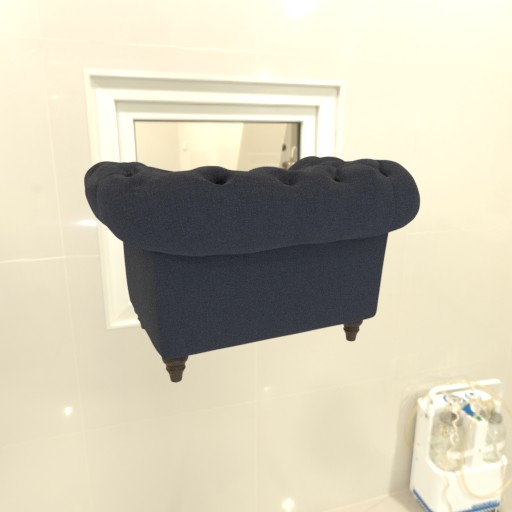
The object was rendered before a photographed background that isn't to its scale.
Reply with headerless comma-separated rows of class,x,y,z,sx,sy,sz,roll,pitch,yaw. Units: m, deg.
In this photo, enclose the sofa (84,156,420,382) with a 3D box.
sofa,0.000,0.000,2.043,1.405,0.878,1.032,-7,16,-25
